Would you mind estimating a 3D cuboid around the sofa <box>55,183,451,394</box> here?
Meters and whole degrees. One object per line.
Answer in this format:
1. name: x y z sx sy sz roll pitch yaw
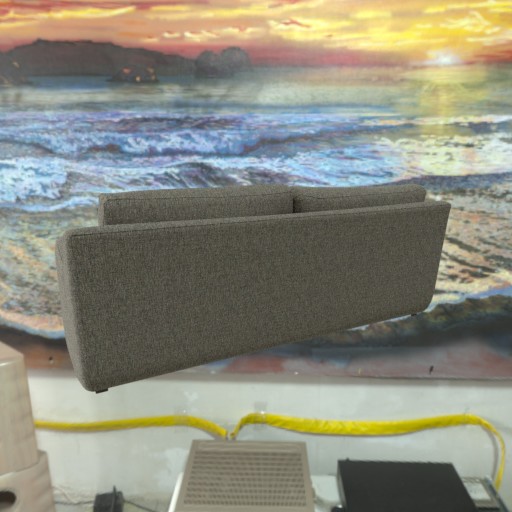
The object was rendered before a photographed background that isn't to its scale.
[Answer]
1. sofa: 0.000 0.000 2.939 2.418 0.998 1.103 -7 15 -28
